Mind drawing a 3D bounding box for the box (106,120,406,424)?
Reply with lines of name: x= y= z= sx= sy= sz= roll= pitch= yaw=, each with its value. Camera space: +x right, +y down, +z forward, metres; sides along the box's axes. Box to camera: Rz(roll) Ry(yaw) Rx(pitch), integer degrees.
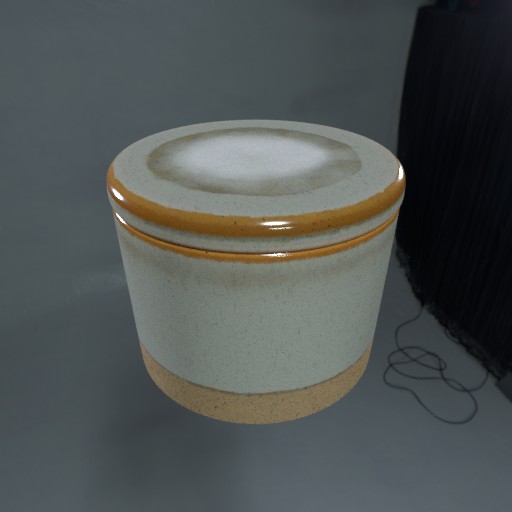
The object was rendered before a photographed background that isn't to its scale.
box: x=0.000 y=0.000 z=0.212 sx=0.123 sy=0.100 sz=0.123 roll=0 pitch=31 yaw=0
